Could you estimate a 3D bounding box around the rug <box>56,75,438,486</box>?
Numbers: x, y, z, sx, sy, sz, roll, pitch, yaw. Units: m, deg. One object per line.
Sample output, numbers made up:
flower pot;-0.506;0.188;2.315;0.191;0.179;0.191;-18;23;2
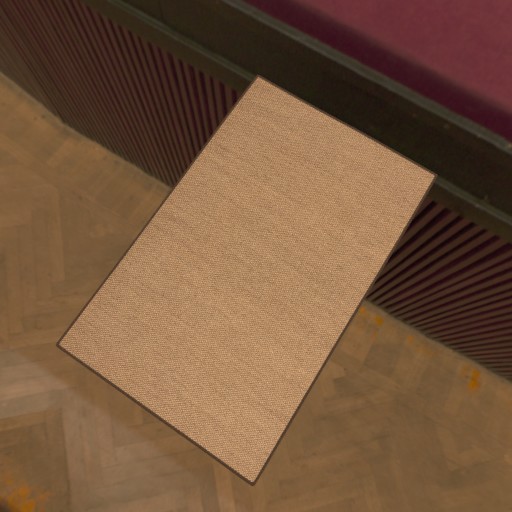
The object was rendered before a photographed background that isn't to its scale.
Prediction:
rug;0.000;0.000;2.089;1.067;0.013;1.676;32;78;8
